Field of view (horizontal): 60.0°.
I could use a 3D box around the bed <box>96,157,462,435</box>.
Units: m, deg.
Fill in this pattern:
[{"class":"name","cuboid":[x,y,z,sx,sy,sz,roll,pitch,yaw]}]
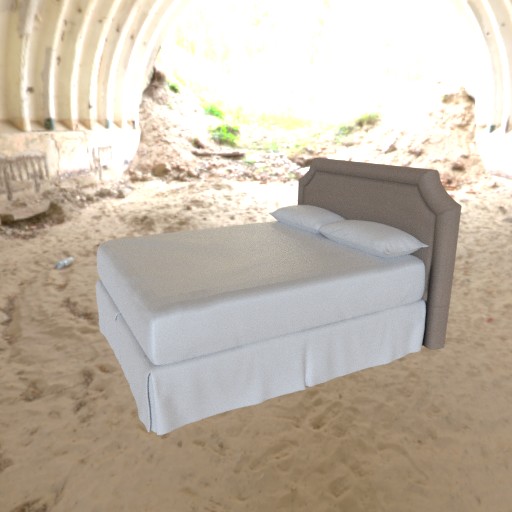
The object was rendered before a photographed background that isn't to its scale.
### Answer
[{"class":"bed","cuboid":[0.000,0.000,3.332,2.164,1.303,1.828,-9,18,-27]}]
